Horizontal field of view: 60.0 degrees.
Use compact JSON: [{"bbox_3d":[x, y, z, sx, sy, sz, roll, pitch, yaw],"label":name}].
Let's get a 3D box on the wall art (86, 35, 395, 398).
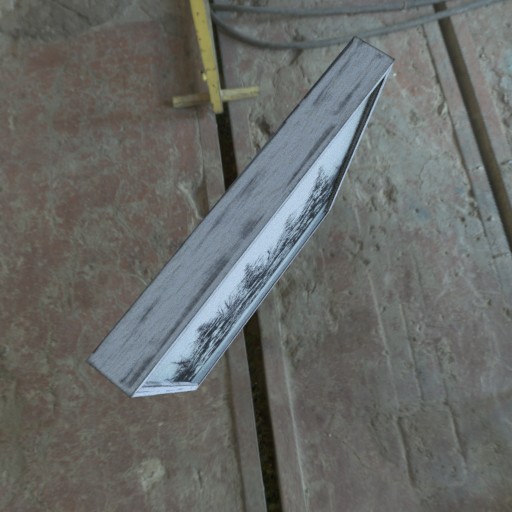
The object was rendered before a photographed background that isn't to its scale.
[{"bbox_3d":[0.000,0.000,0.449,0.036,0.303,0.303,36,77,9],"label":"wall art"}]
